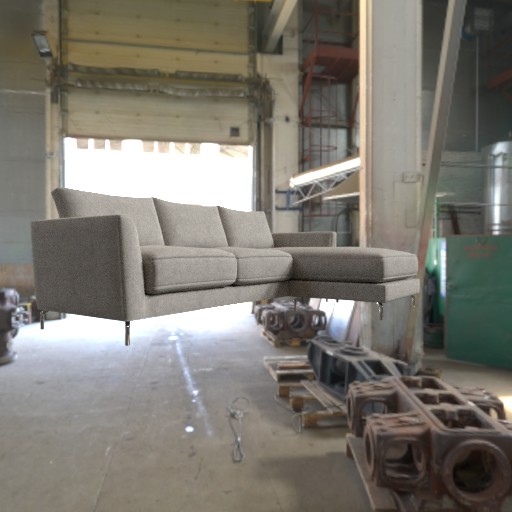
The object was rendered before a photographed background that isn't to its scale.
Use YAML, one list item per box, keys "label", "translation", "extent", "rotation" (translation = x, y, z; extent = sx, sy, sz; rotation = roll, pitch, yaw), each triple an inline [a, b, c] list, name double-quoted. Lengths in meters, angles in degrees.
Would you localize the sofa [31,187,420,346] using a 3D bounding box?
- label: "sofa"
  translation: [0.000, 0.000, 3.123]
  extent: [1.626, 0.864, 2.438]
  rotation: [0, 1, 35]
